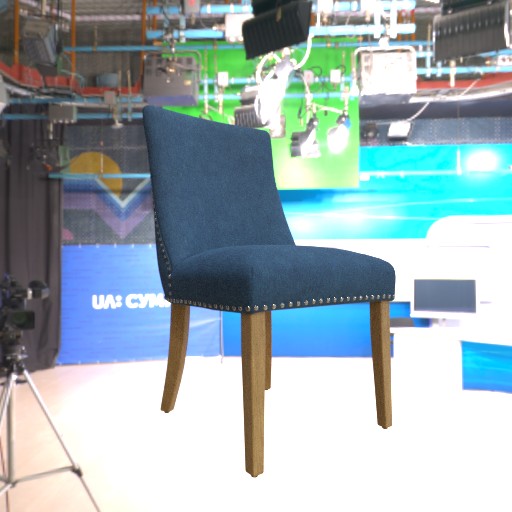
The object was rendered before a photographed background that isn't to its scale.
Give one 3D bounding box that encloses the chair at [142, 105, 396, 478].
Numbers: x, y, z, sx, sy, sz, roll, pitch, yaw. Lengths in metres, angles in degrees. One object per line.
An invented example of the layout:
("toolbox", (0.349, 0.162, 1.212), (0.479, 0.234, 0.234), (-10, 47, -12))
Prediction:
("chair", (0.000, 0.000, 1.252), (0.495, 0.902, 0.610), (0, -1, -37))
